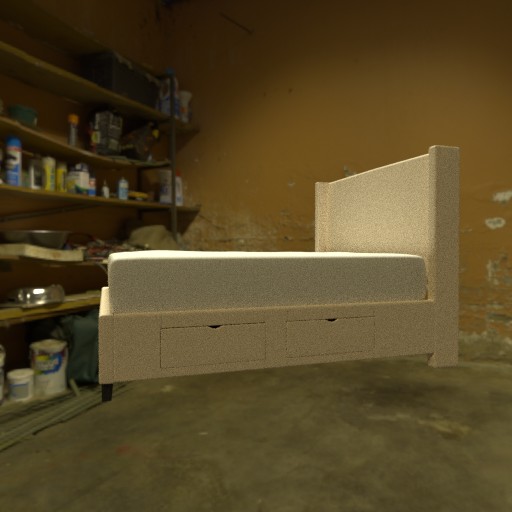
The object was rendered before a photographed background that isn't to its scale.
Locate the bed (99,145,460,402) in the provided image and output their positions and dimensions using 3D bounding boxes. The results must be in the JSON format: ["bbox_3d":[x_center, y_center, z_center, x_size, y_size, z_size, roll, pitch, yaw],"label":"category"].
[{"bbox_3d":[0.000,0.000,3.431,2.280,1.471,1.765,0,1,-19],"label":"bed"}]
